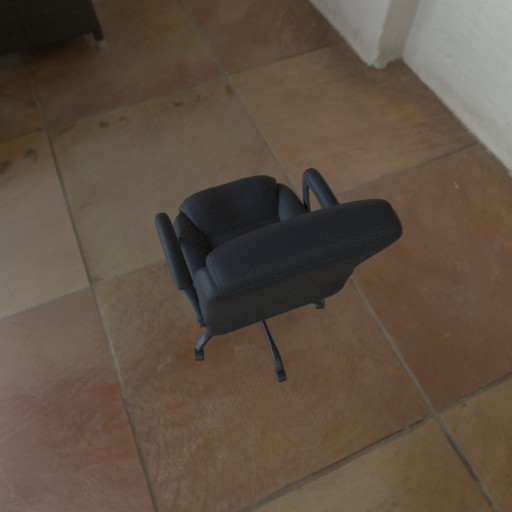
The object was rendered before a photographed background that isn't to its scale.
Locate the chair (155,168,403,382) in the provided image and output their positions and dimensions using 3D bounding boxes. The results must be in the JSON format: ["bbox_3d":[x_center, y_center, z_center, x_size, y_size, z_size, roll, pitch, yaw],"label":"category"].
[{"bbox_3d":[0.000,0.000,1.492,0.615,1.072,0.655,-18,62,-10],"label":"chair"}]
